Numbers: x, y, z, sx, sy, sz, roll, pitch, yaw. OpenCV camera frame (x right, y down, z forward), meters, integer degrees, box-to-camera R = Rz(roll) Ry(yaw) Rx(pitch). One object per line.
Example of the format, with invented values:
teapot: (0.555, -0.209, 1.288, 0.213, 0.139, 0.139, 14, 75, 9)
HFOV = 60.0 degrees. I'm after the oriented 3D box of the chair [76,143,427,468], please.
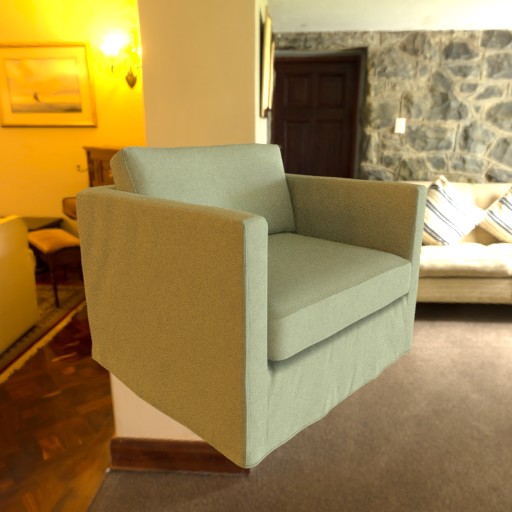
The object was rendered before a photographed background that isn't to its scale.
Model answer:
chair: (0.000, 0.000, 1.777, 0.949, 0.863, 1.057, 15, 21, 42)
